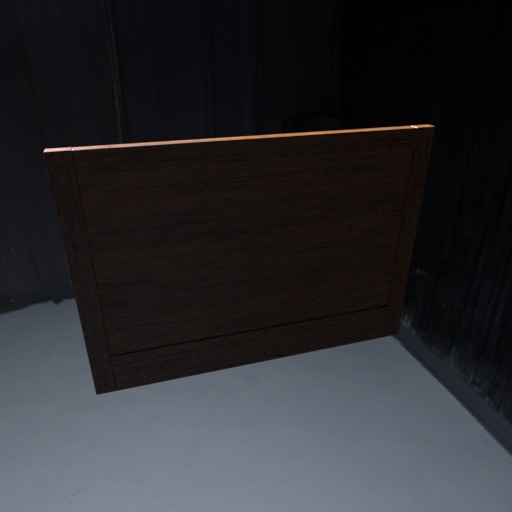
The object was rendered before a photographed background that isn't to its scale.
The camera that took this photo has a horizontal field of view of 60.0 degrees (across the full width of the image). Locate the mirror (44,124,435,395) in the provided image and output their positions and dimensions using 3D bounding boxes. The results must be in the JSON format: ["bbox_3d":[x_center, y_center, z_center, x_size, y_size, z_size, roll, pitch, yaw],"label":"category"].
[{"bbox_3d":[0.000,0.000,0.986,0.758,0.537,0.084,-8,28,-15],"label":"mirror"}]
